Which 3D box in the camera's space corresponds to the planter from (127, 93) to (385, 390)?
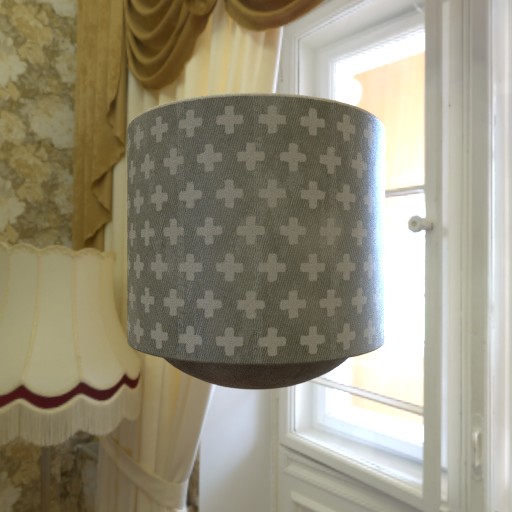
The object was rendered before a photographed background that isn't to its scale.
[{"bbox_3d":[0.000,0.000,0.340,0.190,0.181,0.190,0,0,0],"label":"planter"}]
